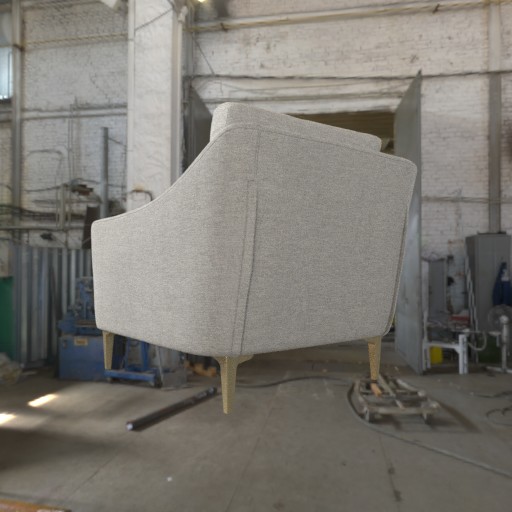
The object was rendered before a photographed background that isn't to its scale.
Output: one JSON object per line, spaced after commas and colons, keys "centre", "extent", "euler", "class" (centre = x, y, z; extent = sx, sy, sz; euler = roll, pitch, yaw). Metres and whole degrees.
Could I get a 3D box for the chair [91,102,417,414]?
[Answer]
{"centre": [0.000, 0.000, 1.694], "extent": [0.986, 0.902, 0.961], "euler": [1, -1, -35], "class": "chair"}
